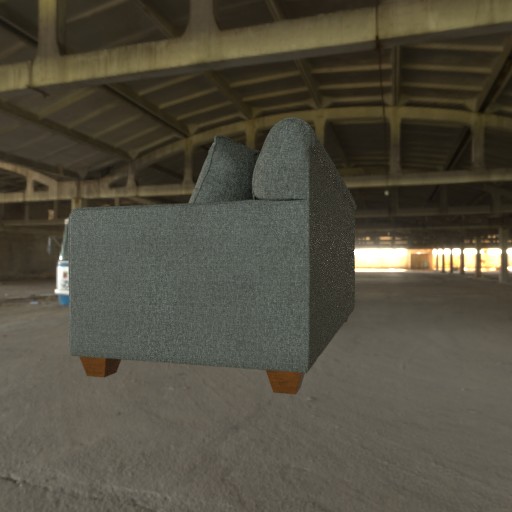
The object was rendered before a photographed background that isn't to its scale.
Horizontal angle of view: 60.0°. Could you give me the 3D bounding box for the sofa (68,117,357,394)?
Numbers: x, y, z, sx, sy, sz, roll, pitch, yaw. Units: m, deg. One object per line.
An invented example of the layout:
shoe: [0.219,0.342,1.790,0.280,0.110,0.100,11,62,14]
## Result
sofa: [0.000,0.000,2.534,0.997,0.958,2.024,0,-1,17]
